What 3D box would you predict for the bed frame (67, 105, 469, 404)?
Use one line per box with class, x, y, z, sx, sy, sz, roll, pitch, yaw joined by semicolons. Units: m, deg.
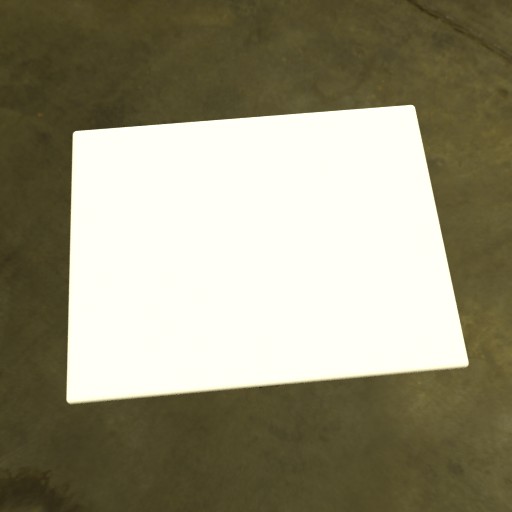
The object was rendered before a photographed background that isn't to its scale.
bed frame;0.000;0.000;2.736;2.072;0.659;1.557;-5;75;-1
